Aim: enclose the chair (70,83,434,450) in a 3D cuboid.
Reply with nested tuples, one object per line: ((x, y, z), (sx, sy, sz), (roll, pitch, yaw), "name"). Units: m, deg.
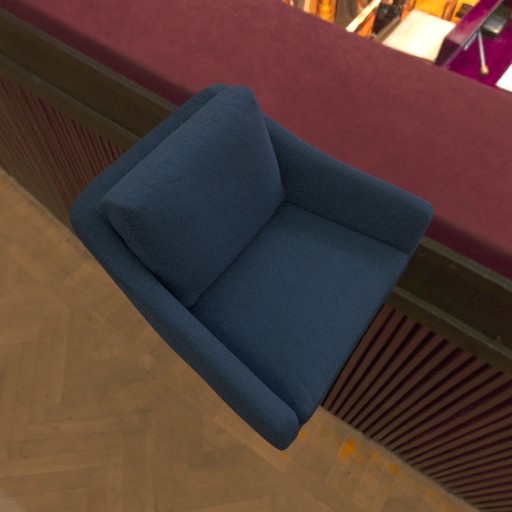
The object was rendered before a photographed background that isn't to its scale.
((0.000, 0.000, 1.674), (0.961, 0.899, 0.987), (32, 64, 18), "chair")
